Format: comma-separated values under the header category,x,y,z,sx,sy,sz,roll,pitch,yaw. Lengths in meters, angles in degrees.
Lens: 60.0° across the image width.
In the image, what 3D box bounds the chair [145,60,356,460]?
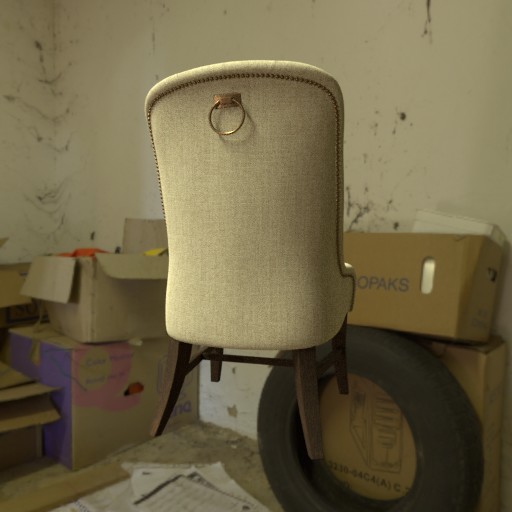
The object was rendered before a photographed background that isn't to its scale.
category,x,y,z,sx,sy,sz,roll,pitch,yaw
chair,0.000,0.000,1.517,0.634,1.091,0.629,0,2,17
